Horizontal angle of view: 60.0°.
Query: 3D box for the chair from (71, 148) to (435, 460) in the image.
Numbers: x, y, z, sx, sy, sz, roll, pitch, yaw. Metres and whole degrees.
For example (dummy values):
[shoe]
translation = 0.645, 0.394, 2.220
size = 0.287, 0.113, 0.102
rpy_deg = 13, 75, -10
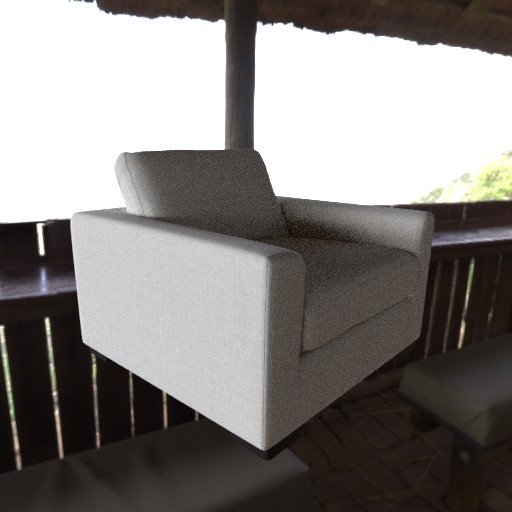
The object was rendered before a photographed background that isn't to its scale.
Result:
[chair]
translation = 0.000, 0.000, 1.866
size = 1.100, 0.876, 1.070
rpy_deg = 12, 18, 41
